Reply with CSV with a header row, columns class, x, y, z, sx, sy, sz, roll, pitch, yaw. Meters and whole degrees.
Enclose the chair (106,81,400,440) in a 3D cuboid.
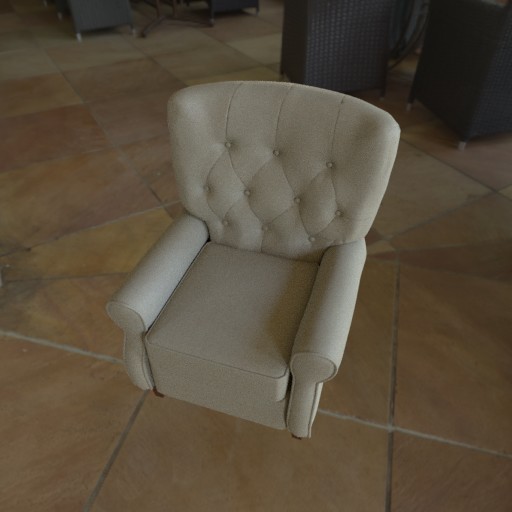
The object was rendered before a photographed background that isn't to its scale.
class,x,y,z,sx,sy,sz,roll,pitch,yaw
chair,0.000,0.000,1.872,0.943,1.158,1.059,12,42,14
